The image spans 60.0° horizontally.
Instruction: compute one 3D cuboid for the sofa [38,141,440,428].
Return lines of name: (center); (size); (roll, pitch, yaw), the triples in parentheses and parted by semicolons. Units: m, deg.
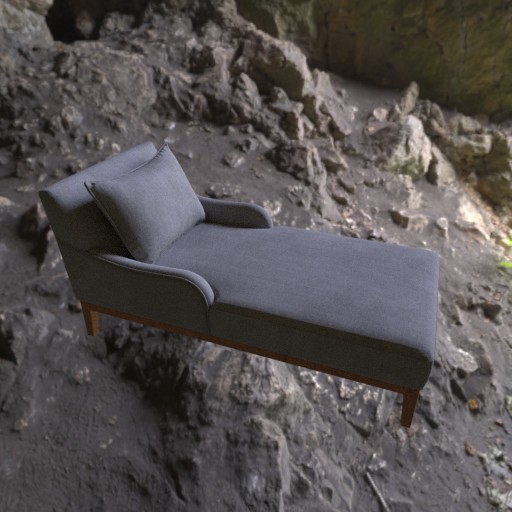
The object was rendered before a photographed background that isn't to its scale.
sofa: (0.000, 0.000, 2.266); (1.779, 0.859, 0.894); (11, 32, 18)
